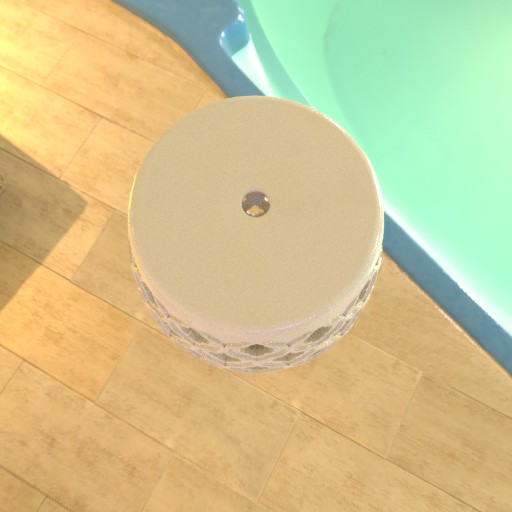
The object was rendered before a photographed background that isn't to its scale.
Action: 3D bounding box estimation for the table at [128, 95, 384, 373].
[{"bbox_3d":[0.000,0.000,0.633,0.325,0.388,0.325,0,74,0],"label":"table"}]
